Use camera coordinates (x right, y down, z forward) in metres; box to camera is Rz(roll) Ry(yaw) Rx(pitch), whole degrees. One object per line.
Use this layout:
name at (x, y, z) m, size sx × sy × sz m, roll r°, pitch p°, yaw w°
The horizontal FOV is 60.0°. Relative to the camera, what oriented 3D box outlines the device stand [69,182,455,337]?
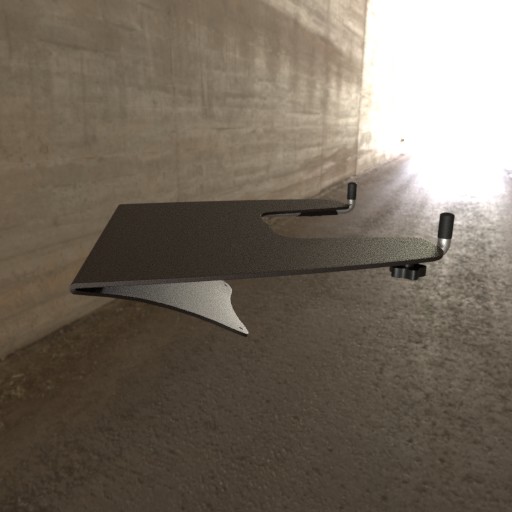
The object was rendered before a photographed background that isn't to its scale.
device stand at (0.000, 0.000, 0.352) m, size 0.230 × 0.092 × 0.230 m, roll -3°, pitch 17°, yaw -10°
